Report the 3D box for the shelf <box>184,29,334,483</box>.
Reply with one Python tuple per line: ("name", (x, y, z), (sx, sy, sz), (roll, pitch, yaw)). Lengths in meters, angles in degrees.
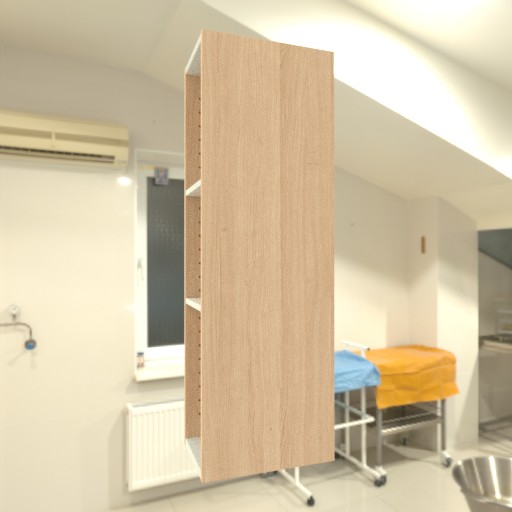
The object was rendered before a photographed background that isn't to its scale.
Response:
("shelf", (0.000, 0.000, 1.000), (0.290, 0.882, 0.197), (0, 0, -19))
